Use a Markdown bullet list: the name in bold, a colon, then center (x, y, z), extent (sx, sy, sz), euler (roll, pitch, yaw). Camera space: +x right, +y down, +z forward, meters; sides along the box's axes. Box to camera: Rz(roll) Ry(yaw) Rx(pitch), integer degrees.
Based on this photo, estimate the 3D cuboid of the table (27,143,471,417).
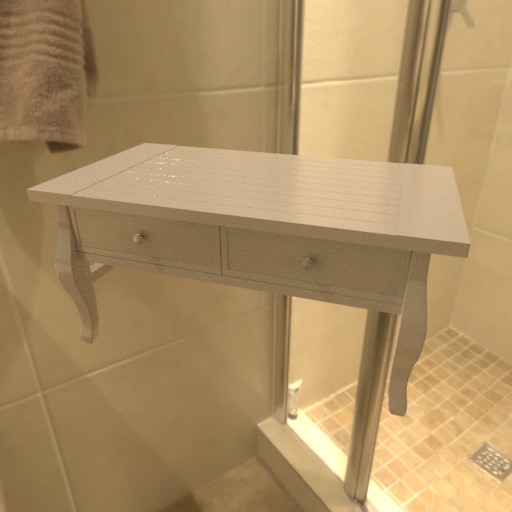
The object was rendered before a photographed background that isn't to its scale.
- **table**: center (0.000, 0.000, 1.359), extent (1.062, 0.495, 0.600), euler (8, 28, 16)
